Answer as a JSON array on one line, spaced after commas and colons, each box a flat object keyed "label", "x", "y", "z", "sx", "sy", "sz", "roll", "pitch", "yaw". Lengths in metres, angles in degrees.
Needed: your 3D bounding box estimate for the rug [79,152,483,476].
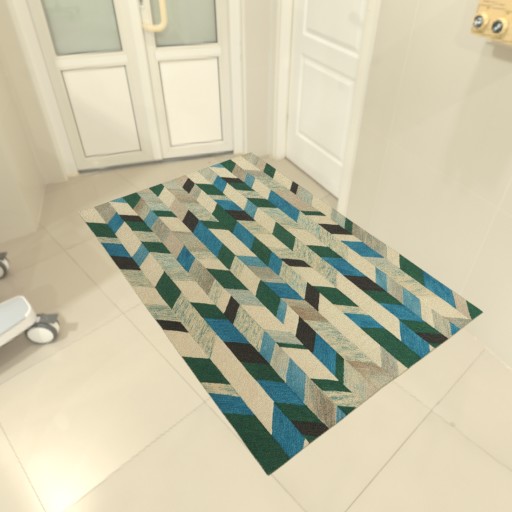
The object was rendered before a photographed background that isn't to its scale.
[{"label": "rug", "x": 0.000, "y": 0.000, "z": 2.279, "sx": 1.229, "sy": 0.005, "sz": 1.827, "roll": -25, "pitch": 47, "yaw": -26}]
